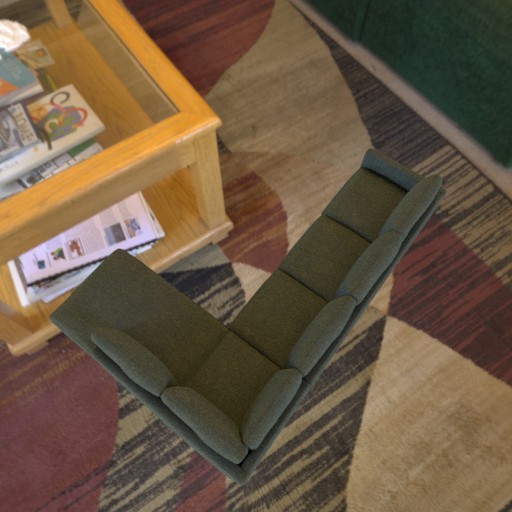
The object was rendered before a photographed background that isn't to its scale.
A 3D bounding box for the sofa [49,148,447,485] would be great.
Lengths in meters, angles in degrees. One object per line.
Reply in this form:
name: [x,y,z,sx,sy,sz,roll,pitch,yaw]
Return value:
sofa: [0.000,0.000,3.804,2.007,0.815,2.949,35,69,15]
